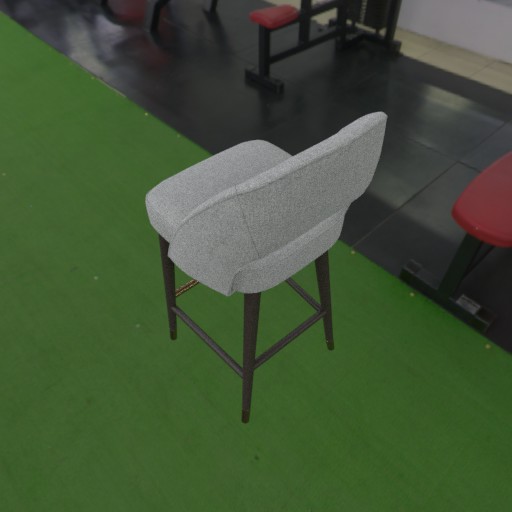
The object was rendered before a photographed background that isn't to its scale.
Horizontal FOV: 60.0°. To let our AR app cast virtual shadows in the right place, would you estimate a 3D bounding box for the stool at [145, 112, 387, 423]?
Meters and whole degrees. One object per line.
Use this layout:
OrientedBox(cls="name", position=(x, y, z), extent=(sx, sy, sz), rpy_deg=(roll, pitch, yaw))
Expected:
OrientedBox(cls="stool", position=(0.000, 0.000, 1.313), extent=(0.494, 1.037, 0.509), rpy_deg=(-33, 56, -26))
